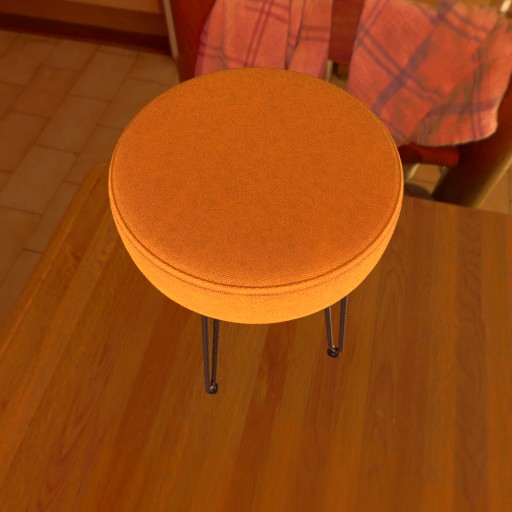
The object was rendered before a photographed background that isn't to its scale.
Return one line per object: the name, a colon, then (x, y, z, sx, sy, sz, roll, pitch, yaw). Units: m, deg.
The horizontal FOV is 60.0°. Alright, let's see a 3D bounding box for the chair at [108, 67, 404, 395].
chair: (0.000, 0.000, 0.695, 0.345, 0.455, 0.345, -14, 61, -8)
